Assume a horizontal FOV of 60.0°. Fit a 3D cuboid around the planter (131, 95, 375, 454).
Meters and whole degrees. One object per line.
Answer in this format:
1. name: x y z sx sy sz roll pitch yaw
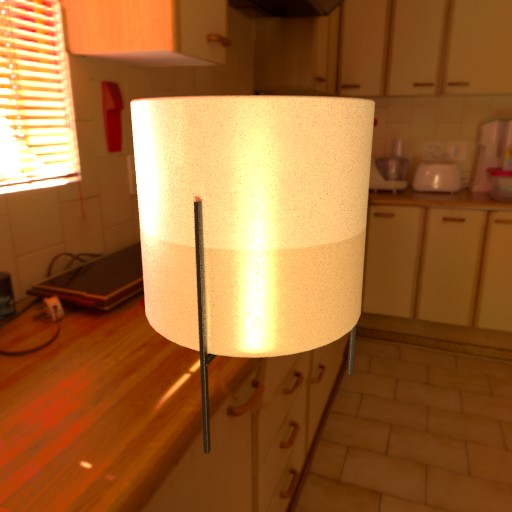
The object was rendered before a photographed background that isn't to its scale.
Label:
1. planter: 0.000 0.000 0.735 0.368 0.484 0.359 -3 17 -9
